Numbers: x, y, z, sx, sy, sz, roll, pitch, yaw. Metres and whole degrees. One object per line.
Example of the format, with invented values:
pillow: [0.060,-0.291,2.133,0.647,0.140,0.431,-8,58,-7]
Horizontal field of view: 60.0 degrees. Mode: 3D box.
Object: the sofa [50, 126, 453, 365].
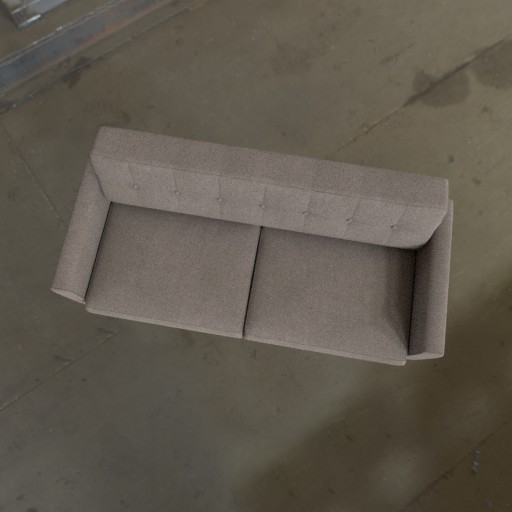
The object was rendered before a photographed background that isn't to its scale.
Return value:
sofa: [0.000,0.000,2.484,2.029,0.841,0.909,9,75,2]
